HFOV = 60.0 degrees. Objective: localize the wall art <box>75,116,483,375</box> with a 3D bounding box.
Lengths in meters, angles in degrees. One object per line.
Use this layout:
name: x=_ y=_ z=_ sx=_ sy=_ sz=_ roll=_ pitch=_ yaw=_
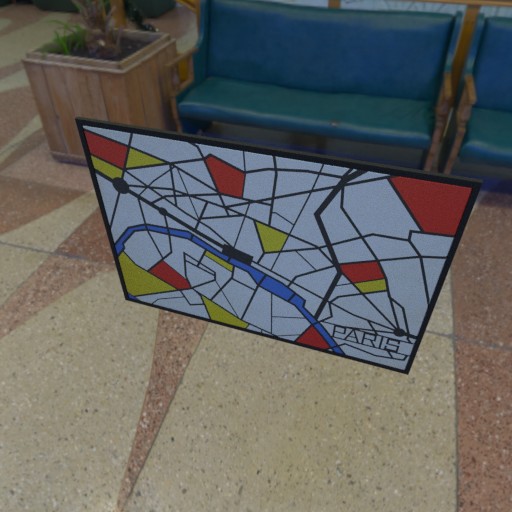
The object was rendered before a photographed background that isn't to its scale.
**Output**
wall art: x=0.000 y=0.000 z=1.227 sx=0.963 sy=0.665 sz=0.013 roll=12 pitch=42 yaw=14
